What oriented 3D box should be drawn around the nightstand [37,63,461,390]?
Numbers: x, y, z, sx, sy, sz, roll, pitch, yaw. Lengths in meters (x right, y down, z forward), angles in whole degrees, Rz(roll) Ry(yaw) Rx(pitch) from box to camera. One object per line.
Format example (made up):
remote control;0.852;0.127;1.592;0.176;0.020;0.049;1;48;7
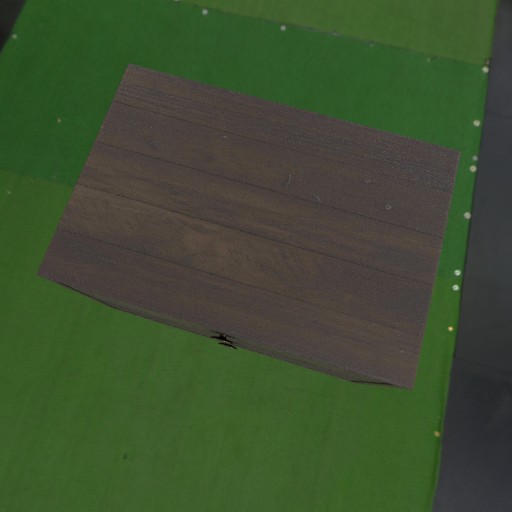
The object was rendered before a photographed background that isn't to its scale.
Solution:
nightstand;0.000;0.000;1.069;0.650;0.599;0.450;16;76;4
